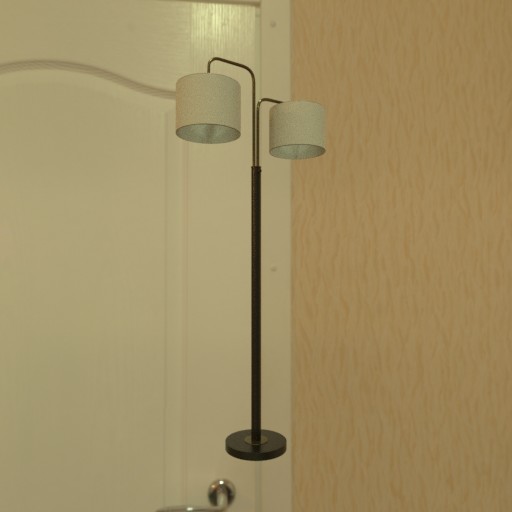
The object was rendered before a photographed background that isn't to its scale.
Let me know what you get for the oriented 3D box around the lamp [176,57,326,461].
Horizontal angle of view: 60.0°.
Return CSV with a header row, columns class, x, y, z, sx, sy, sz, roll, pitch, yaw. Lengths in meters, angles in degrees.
class,x,y,z,sx,sy,sz,roll,pitch,yaw
lamp,0.000,0.000,1.856,0.711,1.587,0.254,1,-2,-35
